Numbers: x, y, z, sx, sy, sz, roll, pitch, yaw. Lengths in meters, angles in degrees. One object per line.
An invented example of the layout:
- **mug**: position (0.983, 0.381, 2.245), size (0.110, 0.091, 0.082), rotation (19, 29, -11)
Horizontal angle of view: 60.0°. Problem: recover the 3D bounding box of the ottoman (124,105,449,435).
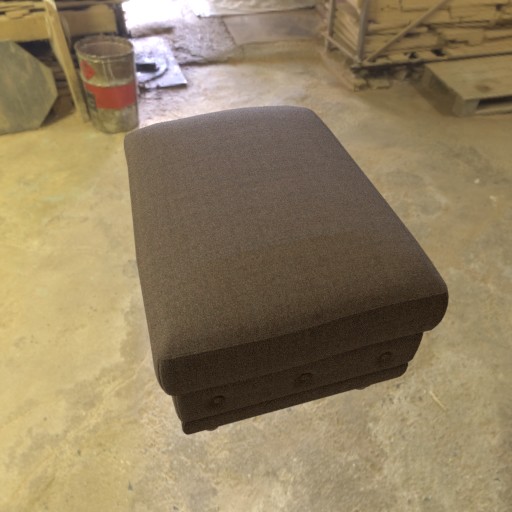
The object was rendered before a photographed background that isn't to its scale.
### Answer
- **ottoman**: position (0.000, 0.000, 1.210), size (0.599, 0.555, 0.809), rotation (-11, 47, -11)
